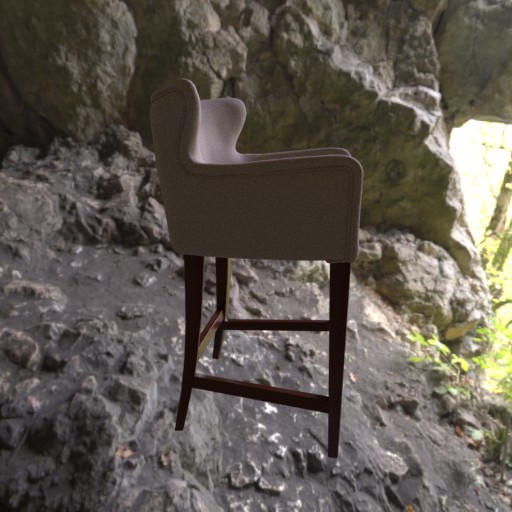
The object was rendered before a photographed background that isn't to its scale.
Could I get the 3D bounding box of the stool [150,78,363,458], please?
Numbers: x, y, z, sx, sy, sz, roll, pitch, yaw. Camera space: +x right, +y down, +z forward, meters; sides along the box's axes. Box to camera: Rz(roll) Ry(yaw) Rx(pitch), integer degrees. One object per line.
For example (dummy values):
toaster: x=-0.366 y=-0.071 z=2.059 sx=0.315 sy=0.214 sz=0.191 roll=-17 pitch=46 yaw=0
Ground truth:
stool: x=0.000 y=0.000 z=1.349 sx=0.570 sy=0.951 sz=0.601 roll=2 pitch=15 yaw=9
